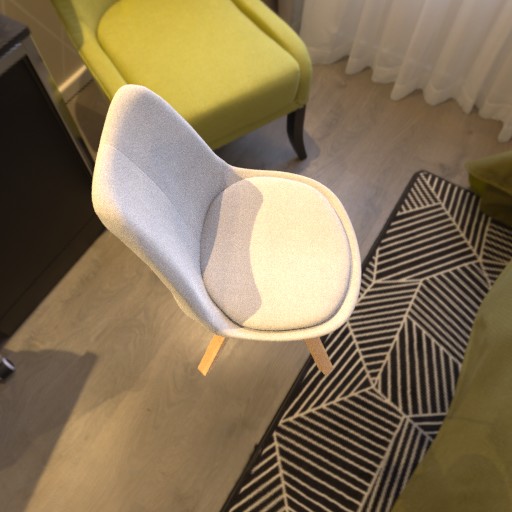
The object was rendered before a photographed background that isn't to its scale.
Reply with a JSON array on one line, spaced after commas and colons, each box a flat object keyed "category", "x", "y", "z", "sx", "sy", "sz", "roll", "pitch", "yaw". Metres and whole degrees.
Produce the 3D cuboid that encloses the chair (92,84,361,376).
[{"category": "chair", "x": 0.000, "y": 0.000, "z": 1.143, "sx": 0.549, "sy": 0.863, "sz": 0.474, "roll": 1, "pitch": 63, "yaw": 0}]
